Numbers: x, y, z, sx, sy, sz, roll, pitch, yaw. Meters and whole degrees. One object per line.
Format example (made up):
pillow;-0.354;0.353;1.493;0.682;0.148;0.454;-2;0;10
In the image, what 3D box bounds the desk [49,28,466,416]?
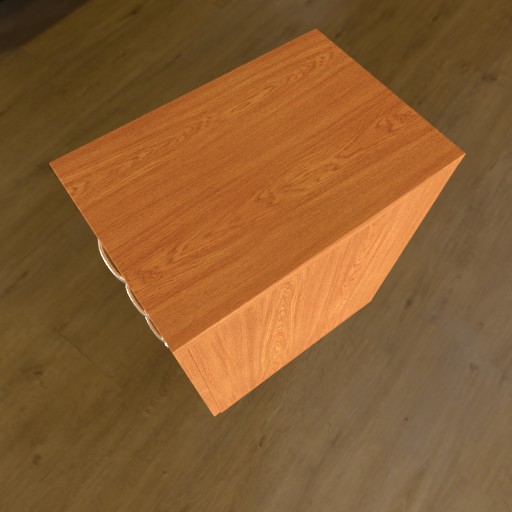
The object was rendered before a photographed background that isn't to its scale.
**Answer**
desk;0.000;0.000;1.083;0.600;0.730;0.404;-33;68;-15
